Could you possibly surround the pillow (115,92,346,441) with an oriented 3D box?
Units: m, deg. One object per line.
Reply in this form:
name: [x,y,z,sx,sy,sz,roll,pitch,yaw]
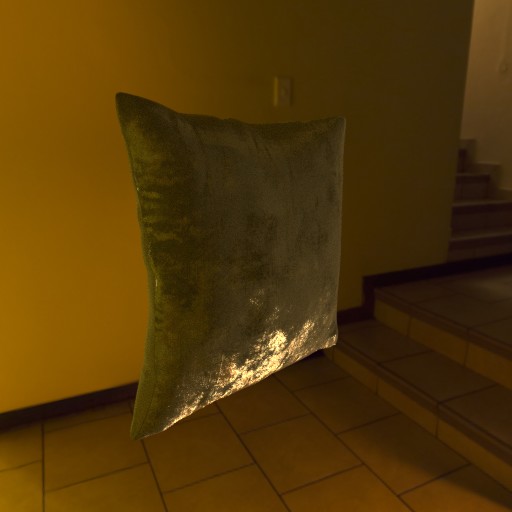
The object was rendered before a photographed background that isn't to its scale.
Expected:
pillow: [0.000,0.000,0.719,0.175,0.464,0.470,13,19,43]
